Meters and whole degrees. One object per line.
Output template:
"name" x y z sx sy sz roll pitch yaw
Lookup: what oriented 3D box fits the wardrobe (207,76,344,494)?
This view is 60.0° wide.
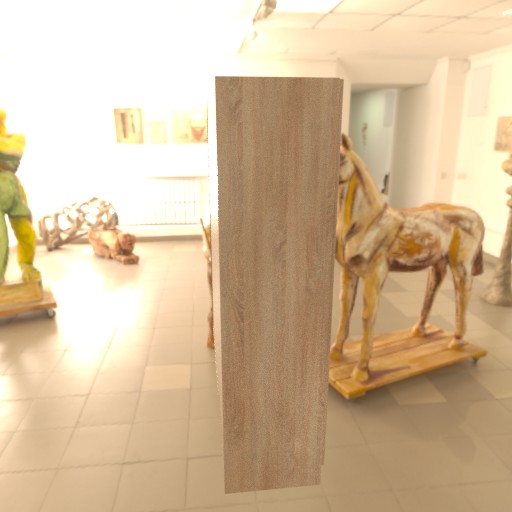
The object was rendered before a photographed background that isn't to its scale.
"wardrobe" 0.000 0.000 3.145 0.598 2.159 1.998 -2 16 -7
